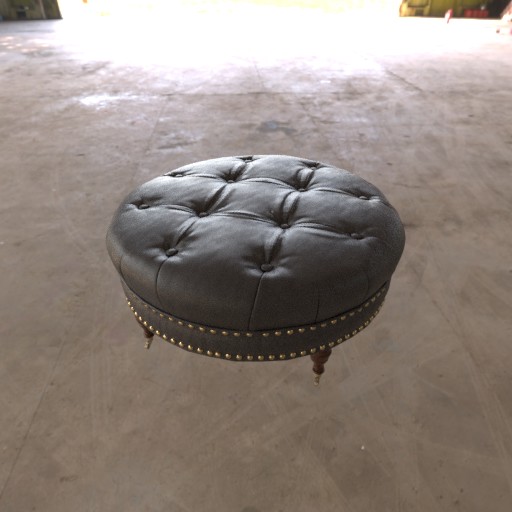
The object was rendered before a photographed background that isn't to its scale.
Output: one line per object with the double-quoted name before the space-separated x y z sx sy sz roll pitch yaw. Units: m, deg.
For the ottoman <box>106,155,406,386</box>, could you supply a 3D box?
"ottoman" 0.000 0.000 1.444 0.901 0.439 0.901 0 33 0
